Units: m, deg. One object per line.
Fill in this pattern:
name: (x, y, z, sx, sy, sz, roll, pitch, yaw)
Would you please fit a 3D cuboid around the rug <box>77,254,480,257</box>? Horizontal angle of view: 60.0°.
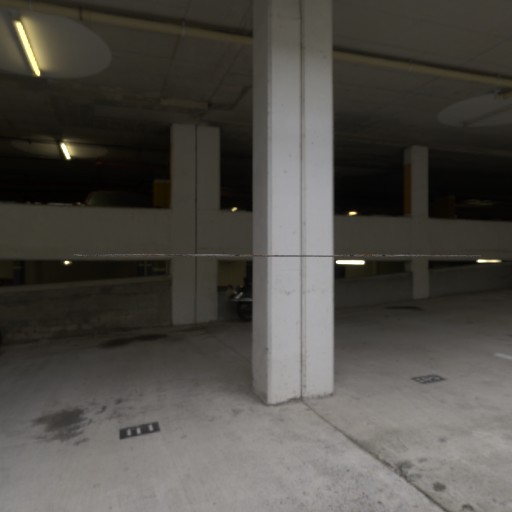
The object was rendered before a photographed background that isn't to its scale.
rug: (0.000, 0.000, 3.982, 3.000, 0.012, 2.371, 0, 0, -19)
